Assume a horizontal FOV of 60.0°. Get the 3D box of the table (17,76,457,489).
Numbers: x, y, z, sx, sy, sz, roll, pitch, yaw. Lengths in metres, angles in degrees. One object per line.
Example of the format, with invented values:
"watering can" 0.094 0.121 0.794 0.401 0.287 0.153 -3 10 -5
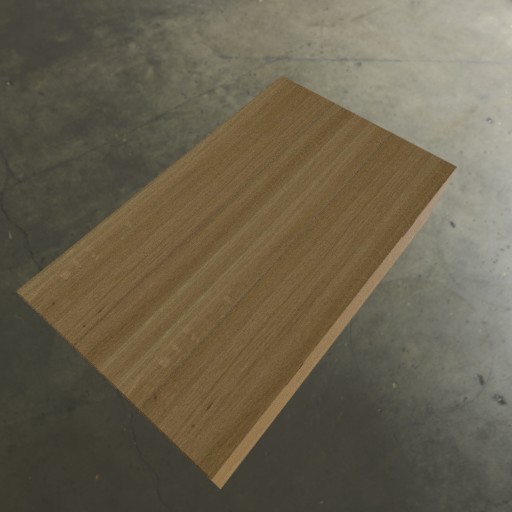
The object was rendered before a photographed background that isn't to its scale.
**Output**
"table" 0.000 0.000 1.394 0.678 0.353 1.110 35 65 19
